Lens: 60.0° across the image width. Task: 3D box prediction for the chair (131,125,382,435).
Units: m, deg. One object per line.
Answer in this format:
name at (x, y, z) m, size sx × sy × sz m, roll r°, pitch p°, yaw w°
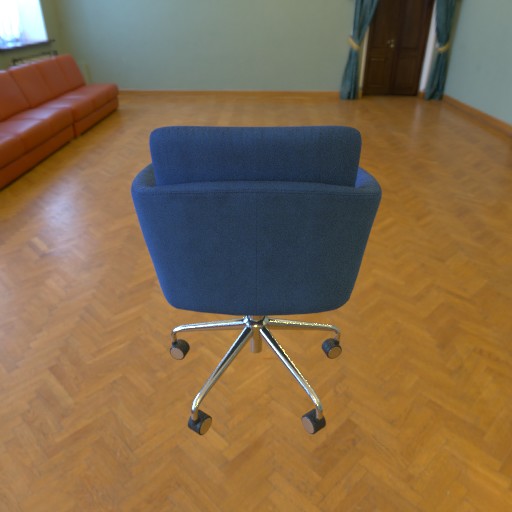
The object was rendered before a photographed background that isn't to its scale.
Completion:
chair at (0.000, 0.000, 1.357) m, size 0.641 × 0.908 × 0.635 m, roll 0°, pitch 29°, yaw 0°
